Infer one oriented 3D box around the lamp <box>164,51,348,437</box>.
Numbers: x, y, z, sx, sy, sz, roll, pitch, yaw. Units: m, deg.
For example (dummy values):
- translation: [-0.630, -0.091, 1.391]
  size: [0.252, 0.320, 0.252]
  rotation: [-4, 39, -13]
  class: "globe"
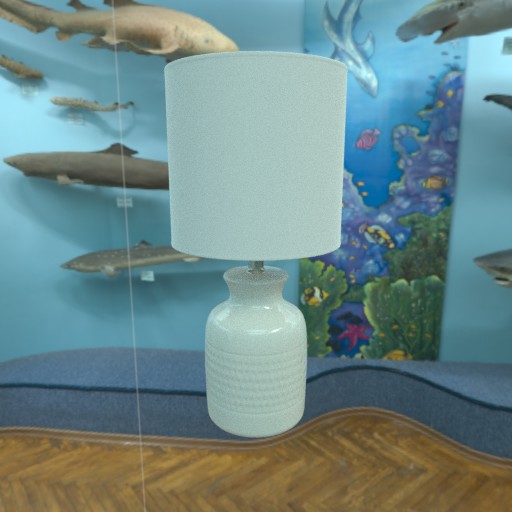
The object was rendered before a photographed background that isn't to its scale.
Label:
- translation: [0.000, 0.000, 0.504]
  size: [0.188, 0.392, 0.188]
  rotation: [2, 13, 8]
  class: "lamp"
